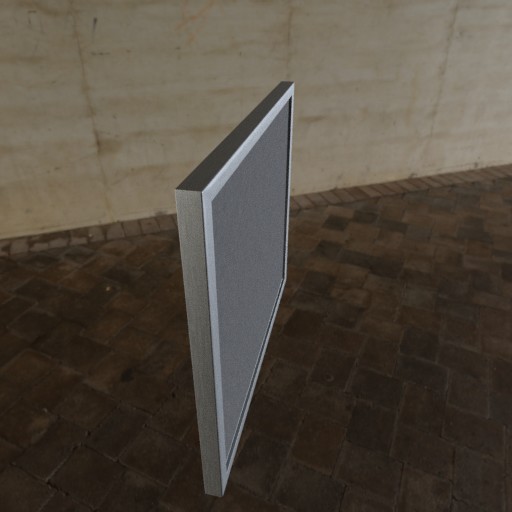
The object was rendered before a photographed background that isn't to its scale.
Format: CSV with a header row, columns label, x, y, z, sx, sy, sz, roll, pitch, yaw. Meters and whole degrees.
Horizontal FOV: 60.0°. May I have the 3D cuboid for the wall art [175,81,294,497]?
label,x,y,z,sx,sy,sz,roll,pitch,yaw
wall art,0.000,0.000,0.735,0.028,0.457,0.556,6,31,11
